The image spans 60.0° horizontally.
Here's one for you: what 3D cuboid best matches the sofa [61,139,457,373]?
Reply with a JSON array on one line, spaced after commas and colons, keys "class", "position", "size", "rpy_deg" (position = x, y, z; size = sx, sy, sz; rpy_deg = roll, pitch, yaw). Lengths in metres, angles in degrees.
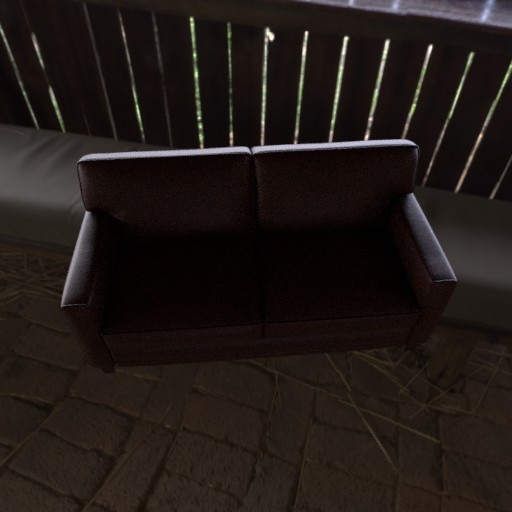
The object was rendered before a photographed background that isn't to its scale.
[{"class": "sofa", "position": [0.000, 0.000, 2.412], "size": [1.876, 0.928, 0.912], "rpy_deg": [-3, 46, -3]}]
